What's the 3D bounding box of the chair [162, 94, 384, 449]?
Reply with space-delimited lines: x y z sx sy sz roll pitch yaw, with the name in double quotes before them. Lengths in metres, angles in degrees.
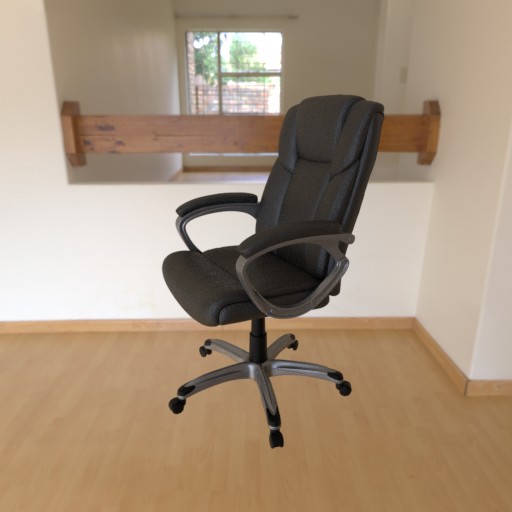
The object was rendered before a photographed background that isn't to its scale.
"chair" 0.000 0.000 1.637 0.719 1.130 0.721 -8 20 -24
